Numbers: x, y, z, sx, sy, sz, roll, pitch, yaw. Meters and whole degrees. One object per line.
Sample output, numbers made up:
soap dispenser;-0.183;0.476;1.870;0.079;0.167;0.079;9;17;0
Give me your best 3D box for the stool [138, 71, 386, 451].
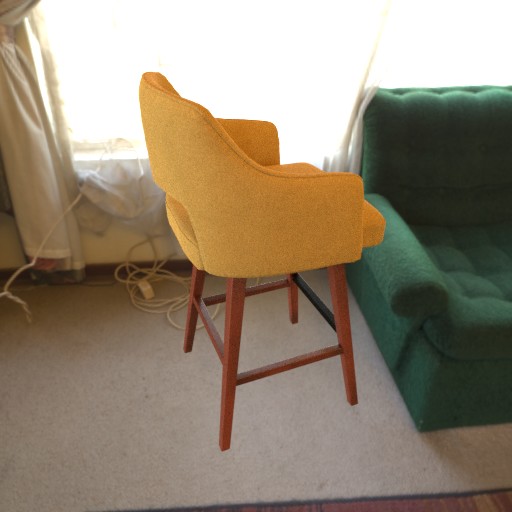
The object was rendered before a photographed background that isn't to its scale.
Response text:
stool;0.000;0.000;1.312;0.558;1.012;0.548;-12;33;-19
